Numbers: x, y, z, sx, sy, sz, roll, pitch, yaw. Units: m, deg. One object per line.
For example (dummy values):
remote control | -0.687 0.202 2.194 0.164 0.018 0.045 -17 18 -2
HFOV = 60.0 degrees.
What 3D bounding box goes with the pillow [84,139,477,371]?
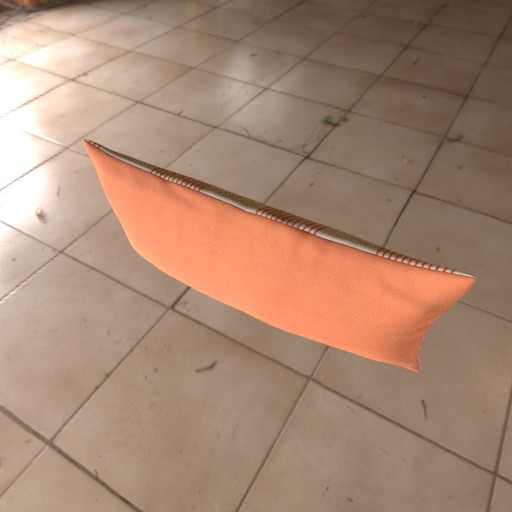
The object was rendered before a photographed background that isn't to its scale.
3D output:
pillow | 0.000 0.000 0.727 0.608 0.292 0.156 22 50 20
